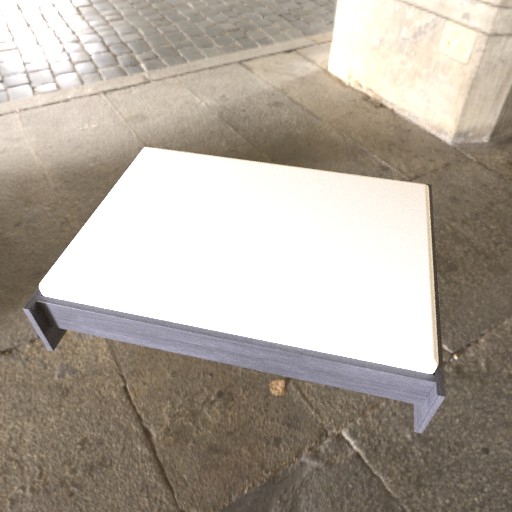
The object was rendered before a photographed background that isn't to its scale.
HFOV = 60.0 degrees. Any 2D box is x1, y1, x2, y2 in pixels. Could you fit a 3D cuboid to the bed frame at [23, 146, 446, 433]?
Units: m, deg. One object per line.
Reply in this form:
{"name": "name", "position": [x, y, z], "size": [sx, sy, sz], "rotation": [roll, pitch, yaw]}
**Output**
{"name": "bed frame", "position": [0.000, 0.000, 2.582], "size": [1.950, 0.432, 1.490], "rotation": [10, 46, 9]}
